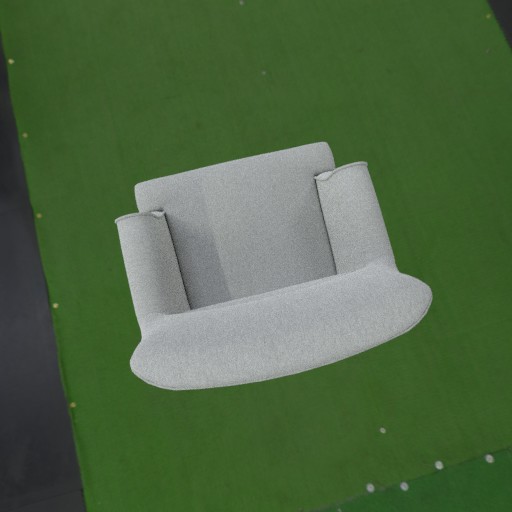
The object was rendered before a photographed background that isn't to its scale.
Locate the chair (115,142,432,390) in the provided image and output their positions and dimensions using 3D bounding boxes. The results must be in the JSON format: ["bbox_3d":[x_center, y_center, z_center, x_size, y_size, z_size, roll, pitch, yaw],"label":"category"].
[{"bbox_3d":[0.000,0.000,1.455,0.781,0.875,0.750,-13,77,-3],"label":"chair"}]
